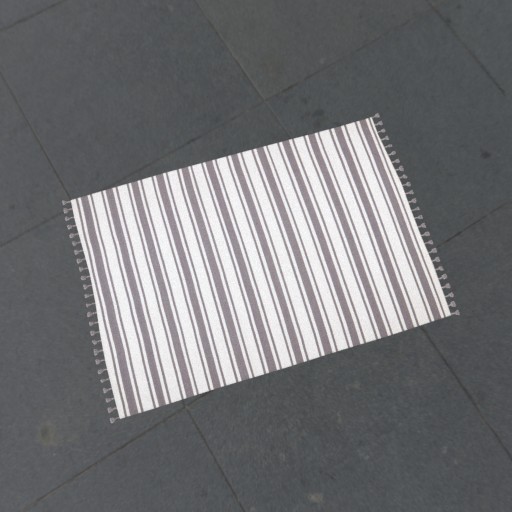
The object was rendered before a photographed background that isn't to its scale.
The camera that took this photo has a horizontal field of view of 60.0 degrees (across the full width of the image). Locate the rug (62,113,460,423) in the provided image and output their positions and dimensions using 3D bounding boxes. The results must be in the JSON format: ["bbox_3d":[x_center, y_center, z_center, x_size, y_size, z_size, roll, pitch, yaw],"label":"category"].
[{"bbox_3d":[0.000,0.000,3.066,2.425,0.014,1.563,-16,78,-4],"label":"rug"}]
